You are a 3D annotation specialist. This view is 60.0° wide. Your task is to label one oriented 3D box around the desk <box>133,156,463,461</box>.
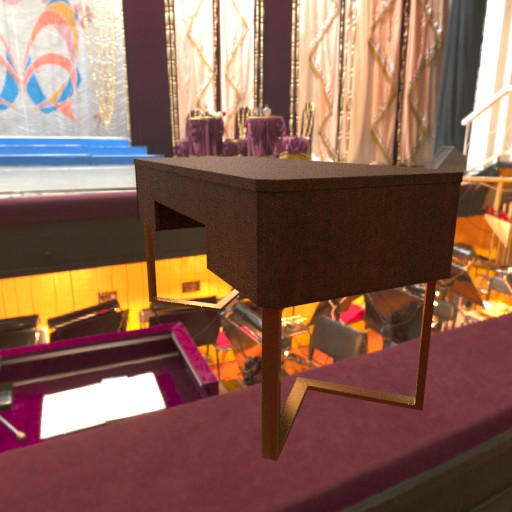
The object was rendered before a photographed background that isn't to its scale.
[{"bbox_3d":[0.000,0.000,1.851,0.684,0.762,1.479,-7,16,-25],"label":"desk"}]
